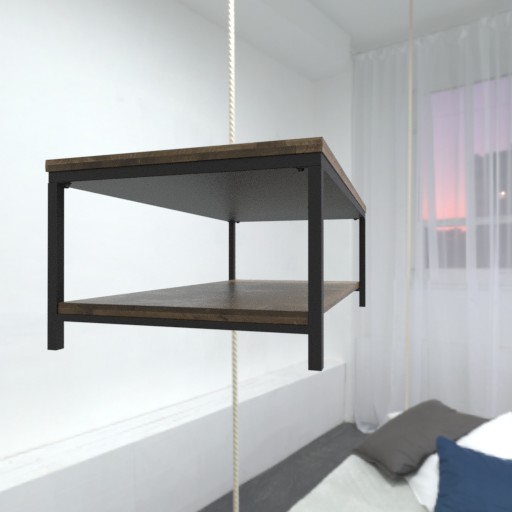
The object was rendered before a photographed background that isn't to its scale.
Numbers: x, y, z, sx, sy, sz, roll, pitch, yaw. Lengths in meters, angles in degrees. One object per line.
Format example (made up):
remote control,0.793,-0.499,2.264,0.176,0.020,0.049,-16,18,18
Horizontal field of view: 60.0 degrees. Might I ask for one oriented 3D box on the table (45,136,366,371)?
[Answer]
table,0.000,0.000,1.332,0.574,0.393,1.062,0,0,18
